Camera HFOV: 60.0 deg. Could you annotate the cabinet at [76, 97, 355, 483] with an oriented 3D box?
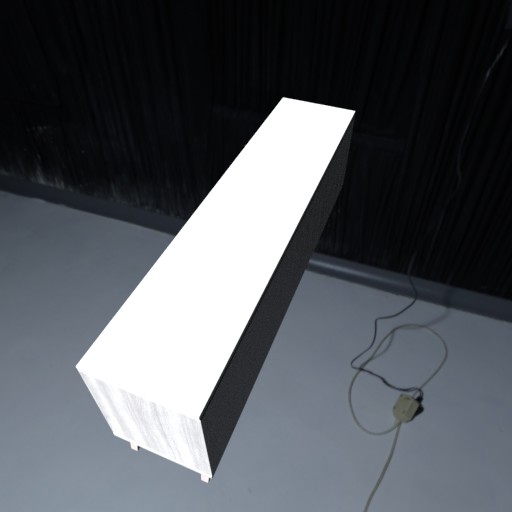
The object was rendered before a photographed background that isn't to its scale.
[{"bbox_3d":[0.000,0.000,2.504,0.499,0.779,2.198,16,48,15],"label":"cabinet"}]
